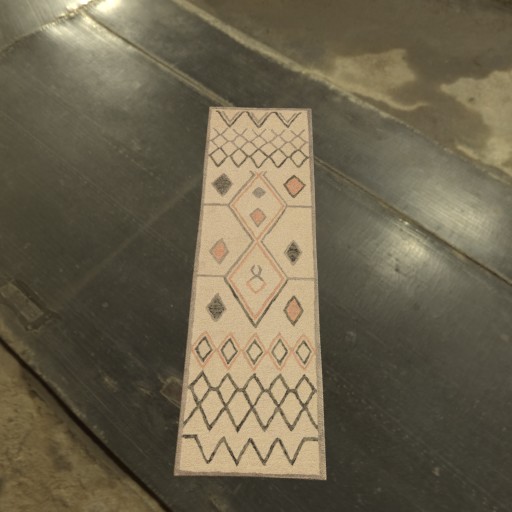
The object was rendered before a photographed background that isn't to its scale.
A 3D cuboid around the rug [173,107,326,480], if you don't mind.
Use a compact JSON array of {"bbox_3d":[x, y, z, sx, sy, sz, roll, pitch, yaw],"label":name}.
[{"bbox_3d":[0.000,0.000,2.714,0.750,0.011,2.435,1,63,1],"label":"rug"}]
